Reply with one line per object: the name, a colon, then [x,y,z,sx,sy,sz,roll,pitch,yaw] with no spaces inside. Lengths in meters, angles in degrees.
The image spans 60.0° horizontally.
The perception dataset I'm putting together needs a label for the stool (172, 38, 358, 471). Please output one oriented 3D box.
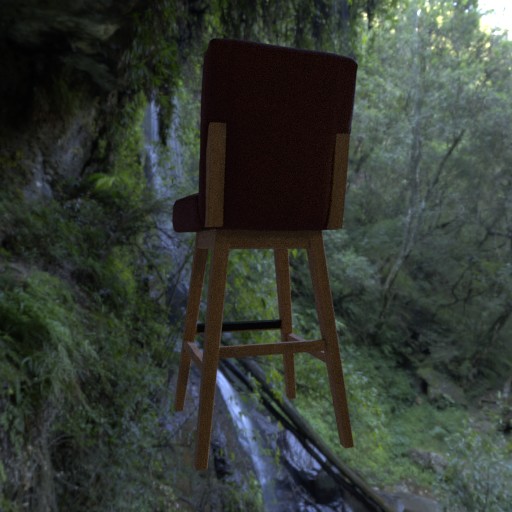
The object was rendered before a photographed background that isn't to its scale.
stool: [0.000,0.000,1.396,0.468,1.093,0.562,0,1,-17]
